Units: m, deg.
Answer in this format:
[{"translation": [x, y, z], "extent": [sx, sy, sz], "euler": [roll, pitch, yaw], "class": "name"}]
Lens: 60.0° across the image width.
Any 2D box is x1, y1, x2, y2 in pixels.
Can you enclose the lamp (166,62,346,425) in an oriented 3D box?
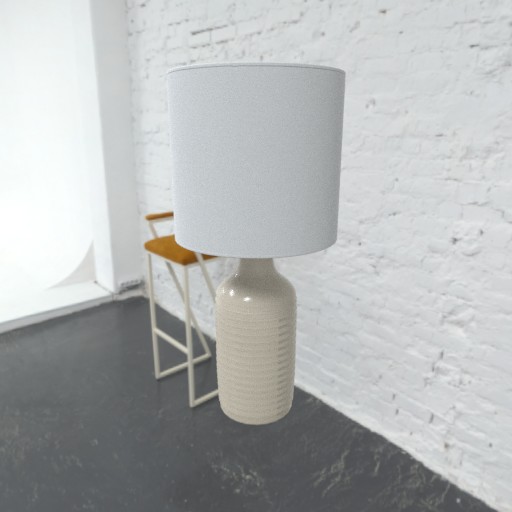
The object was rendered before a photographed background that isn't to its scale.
[{"translation": [0.000, 0.000, 0.622], "extent": [0.220, 0.475, 0.220], "euler": [8, 18, 26], "class": "lamp"}]
